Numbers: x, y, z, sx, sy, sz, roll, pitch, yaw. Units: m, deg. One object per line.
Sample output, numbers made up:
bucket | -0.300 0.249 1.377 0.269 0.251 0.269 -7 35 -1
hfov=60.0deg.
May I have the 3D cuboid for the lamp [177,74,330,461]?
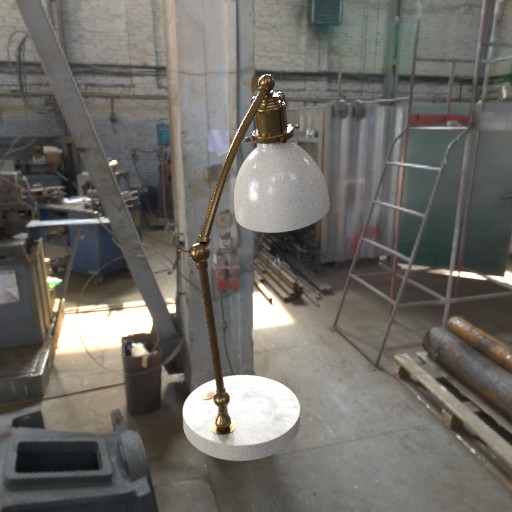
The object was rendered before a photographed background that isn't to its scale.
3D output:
lamp | 0.000 0.000 0.679 0.186 0.522 0.317 8 18 27
